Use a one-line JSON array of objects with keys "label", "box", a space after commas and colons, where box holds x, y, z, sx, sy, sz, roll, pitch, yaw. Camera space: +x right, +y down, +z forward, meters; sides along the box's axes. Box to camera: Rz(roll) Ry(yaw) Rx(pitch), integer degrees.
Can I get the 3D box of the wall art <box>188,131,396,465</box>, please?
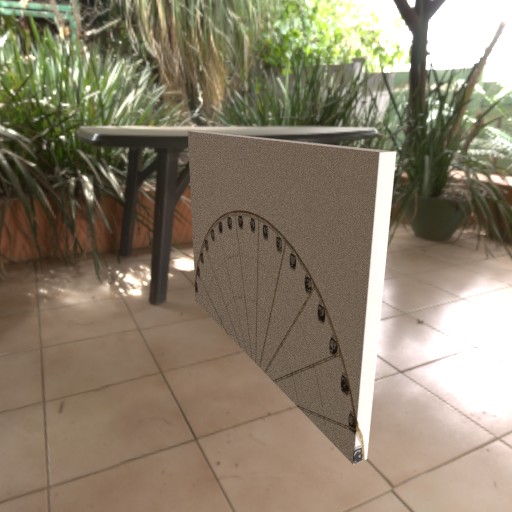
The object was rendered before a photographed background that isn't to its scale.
[{"label": "wall art", "box": [0.000, 0.000, 1.165, 0.038, 0.601, 0.898, -9, 20, -26]}]
